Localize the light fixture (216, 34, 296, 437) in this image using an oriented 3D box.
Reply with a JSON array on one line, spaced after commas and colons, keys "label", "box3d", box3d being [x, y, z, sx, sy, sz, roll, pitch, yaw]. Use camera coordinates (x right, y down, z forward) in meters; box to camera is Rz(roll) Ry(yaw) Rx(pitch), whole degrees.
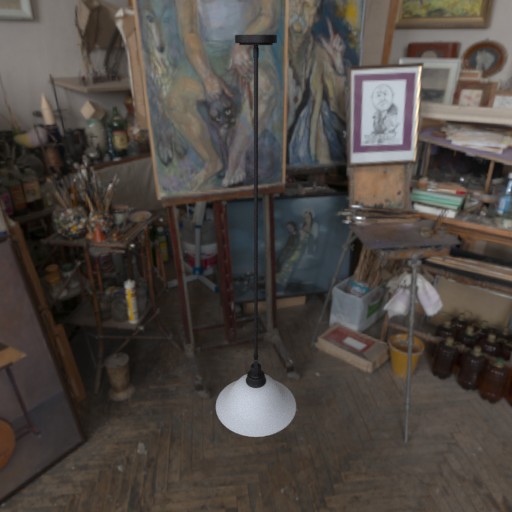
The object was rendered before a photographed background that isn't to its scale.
[{"label": "light fixture", "box3d": [0.000, 0.000, 1.499, 0.324, 1.337, 0.324, 0, 26, 0]}]
